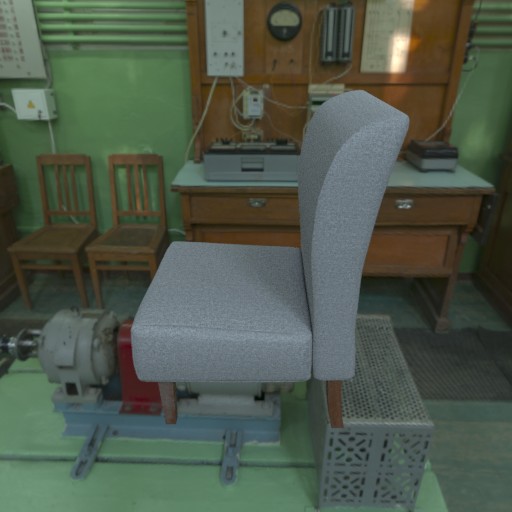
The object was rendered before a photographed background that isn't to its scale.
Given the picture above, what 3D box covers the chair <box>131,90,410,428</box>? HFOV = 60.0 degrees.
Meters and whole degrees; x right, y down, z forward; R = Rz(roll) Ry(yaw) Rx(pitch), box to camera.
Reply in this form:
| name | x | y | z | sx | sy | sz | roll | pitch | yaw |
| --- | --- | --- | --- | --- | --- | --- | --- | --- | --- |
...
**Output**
| name | x | y | z | sx | sy | sz | roll | pitch | yaw |
| --- | --- | --- | --- | --- | --- | --- | --- | --- | --- |
| chair | 0.000 | 0.000 | 1.195 | 0.592 | 0.804 | 0.513 | 0 | 26 | 0 |
